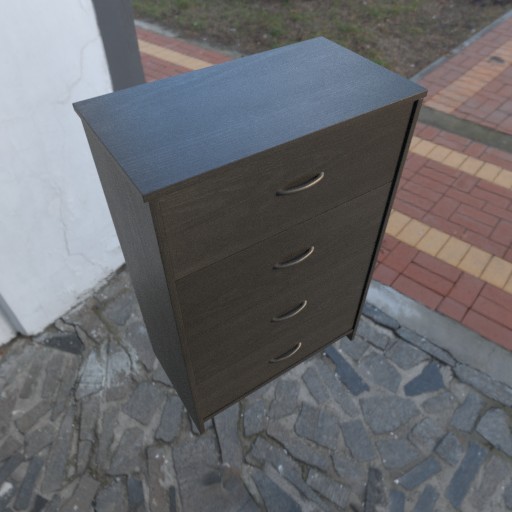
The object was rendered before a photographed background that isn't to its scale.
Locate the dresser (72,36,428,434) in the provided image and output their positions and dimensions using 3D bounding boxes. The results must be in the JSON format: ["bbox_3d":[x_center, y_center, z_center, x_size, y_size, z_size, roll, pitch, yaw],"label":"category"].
[{"bbox_3d":[0.000,0.000,1.353,0.700,1.020,0.398,-25,51,-22],"label":"dresser"}]
